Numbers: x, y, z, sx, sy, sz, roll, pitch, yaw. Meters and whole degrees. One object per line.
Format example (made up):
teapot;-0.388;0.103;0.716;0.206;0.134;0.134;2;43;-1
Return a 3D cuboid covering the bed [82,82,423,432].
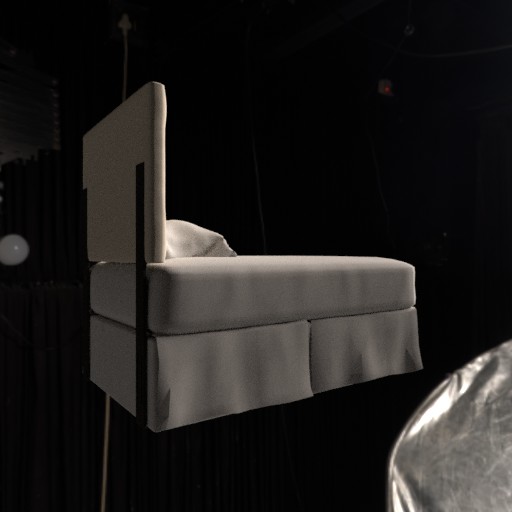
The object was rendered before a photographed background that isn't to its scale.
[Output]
bed;0.000;0.000;2.993;1.997;1.571;1.261;0;0;-36
